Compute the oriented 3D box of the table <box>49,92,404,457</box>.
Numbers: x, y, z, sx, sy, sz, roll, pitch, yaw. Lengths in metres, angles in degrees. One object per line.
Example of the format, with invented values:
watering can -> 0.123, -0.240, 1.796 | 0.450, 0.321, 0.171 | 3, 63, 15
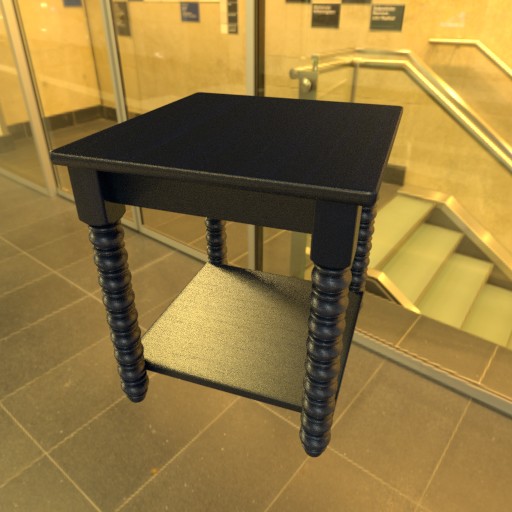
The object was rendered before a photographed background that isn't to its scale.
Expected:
table -> 0.000, 0.000, 0.970 | 0.500, 0.567, 0.533 | 10, 32, 17
